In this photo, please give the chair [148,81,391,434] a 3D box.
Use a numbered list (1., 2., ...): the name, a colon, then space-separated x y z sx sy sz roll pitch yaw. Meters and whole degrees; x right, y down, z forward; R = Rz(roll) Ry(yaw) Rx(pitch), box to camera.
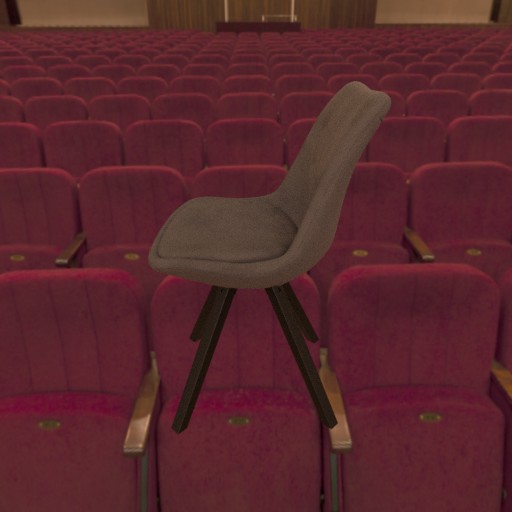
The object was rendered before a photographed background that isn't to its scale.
1. chair: 0.000 0.000 1.184 0.550 0.850 0.476 0 27 -1
